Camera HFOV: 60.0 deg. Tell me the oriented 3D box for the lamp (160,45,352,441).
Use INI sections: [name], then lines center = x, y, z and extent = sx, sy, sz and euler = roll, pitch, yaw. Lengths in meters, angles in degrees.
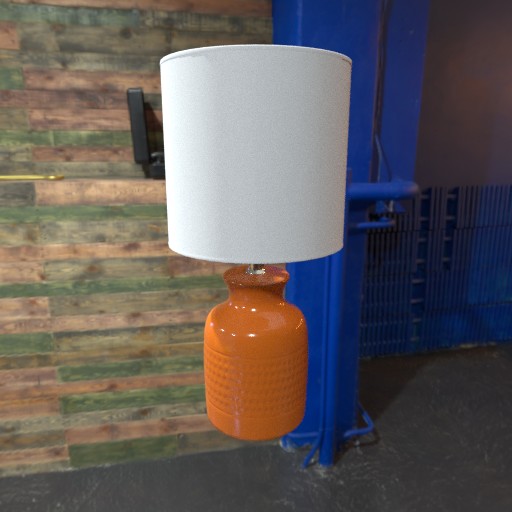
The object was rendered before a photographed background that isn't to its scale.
[lamp]
center = 0.000, 0.000, 1.089
extent = 0.418, 0.871, 0.418
euler = -2, 14, -9
